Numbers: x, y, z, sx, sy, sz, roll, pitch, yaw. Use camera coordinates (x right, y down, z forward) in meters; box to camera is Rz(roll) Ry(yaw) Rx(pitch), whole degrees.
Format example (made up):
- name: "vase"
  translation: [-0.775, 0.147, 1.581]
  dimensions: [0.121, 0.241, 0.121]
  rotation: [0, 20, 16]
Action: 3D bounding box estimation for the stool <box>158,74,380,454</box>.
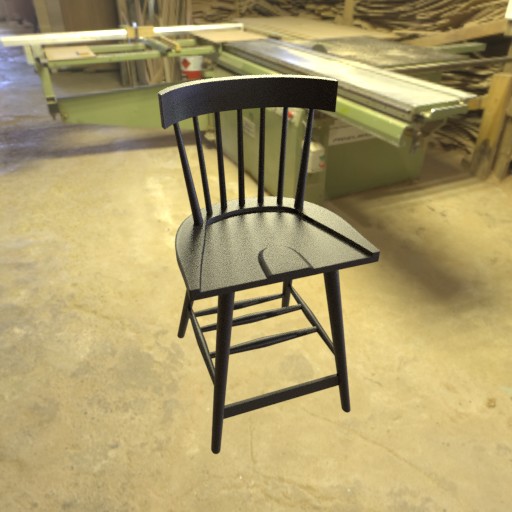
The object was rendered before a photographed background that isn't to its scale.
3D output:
- name: "stool"
  translation: [0.000, 0.000, 1.317]
  dimensions: [0.494, 0.953, 0.549]
  rotation: [-11, 34, -16]
